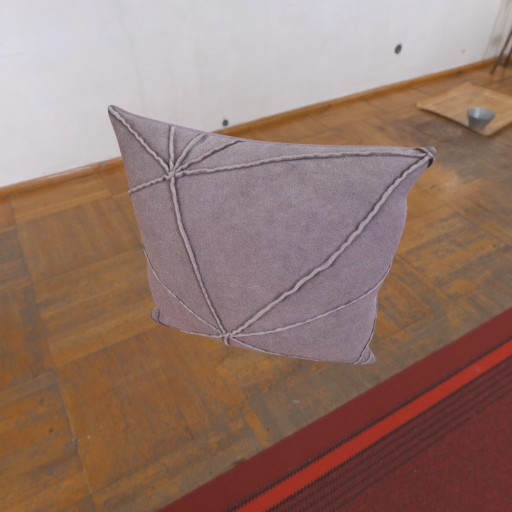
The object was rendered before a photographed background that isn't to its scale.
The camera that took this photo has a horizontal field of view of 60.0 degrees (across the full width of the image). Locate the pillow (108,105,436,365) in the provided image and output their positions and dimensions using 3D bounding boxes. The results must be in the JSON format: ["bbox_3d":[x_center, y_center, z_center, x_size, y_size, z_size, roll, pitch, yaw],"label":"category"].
[{"bbox_3d":[0.000,0.000,0.697,0.439,0.440,0.185,10,42,11],"label":"pillow"}]
